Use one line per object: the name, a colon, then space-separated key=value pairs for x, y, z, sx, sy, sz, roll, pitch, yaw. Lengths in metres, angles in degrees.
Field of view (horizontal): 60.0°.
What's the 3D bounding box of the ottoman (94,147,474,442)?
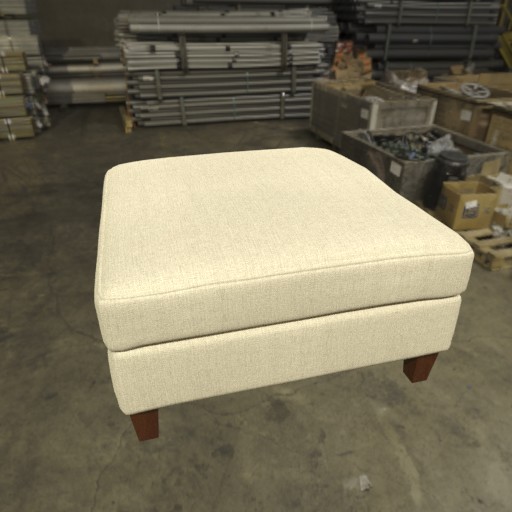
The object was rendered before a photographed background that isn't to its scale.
ottoman: x=0.000 y=0.000 z=1.326 sx=0.838 sy=0.478 sz=0.838 roll=-7 pitch=30 yaw=-13
